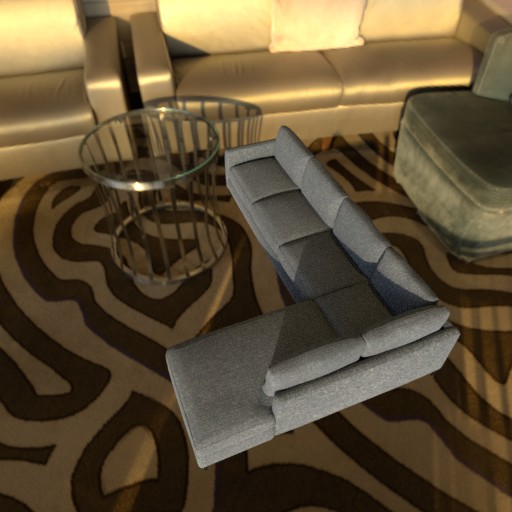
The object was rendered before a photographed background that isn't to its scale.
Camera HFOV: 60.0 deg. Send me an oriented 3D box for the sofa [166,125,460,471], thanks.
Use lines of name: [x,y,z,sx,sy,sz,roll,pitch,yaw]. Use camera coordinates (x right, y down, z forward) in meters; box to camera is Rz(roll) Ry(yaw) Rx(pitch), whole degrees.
sofa: [0.000,0.000,3.969,2.007,0.815,2.949,-16,48,-15]
